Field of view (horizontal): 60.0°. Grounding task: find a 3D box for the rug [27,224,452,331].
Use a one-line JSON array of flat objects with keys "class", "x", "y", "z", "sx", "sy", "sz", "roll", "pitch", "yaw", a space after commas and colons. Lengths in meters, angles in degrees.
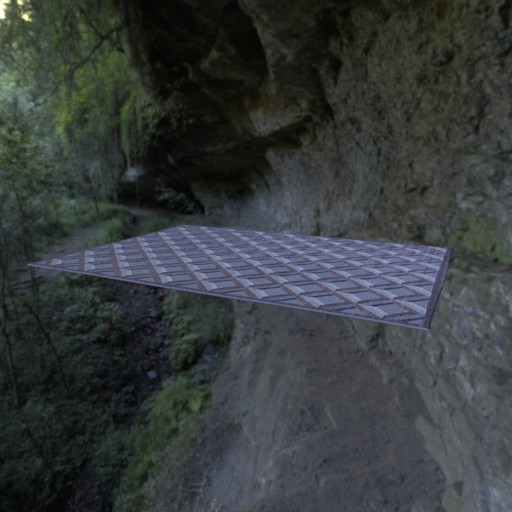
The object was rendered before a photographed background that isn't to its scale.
[{"class": "rug", "x": 0.000, "y": 0.000, "z": 2.860, "sx": 2.260, "sy": 0.013, "sz": 1.600, "roll": 7, "pitch": 15, "yaw": 25}]
